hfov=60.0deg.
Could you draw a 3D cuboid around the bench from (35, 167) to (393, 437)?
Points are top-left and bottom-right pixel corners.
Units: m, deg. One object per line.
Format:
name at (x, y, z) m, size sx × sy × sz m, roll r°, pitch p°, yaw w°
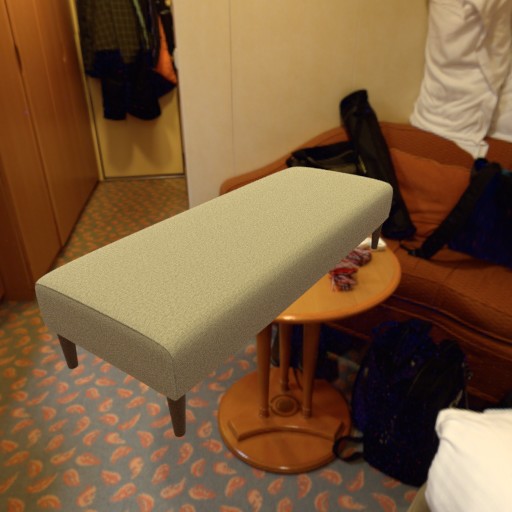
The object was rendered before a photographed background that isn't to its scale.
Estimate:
bench at (0.000, 0.000, 1.878) m, size 0.631 × 0.383 × 1.598 m, roll 17°, pitch 31°, yaw 31°
